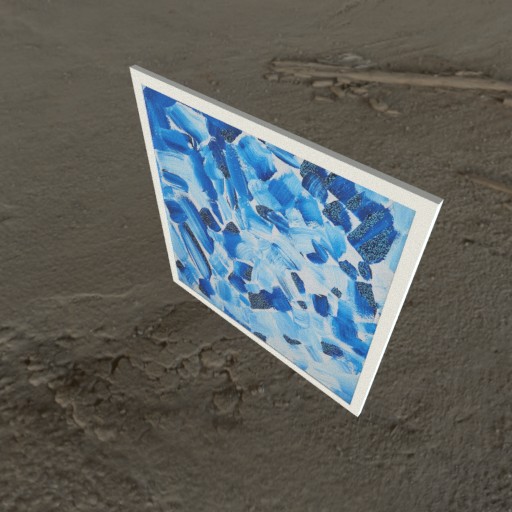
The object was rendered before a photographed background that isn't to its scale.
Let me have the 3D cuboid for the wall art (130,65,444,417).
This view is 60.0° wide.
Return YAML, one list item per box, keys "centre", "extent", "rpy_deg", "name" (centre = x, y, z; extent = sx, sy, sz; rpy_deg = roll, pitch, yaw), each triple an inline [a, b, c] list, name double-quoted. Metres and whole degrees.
- centre: [0.000, 0.000, 0.985]
  extent: [0.660, 0.660, 0.015]
  rpy_deg: [32, 54, 27]
  name: "wall art"
